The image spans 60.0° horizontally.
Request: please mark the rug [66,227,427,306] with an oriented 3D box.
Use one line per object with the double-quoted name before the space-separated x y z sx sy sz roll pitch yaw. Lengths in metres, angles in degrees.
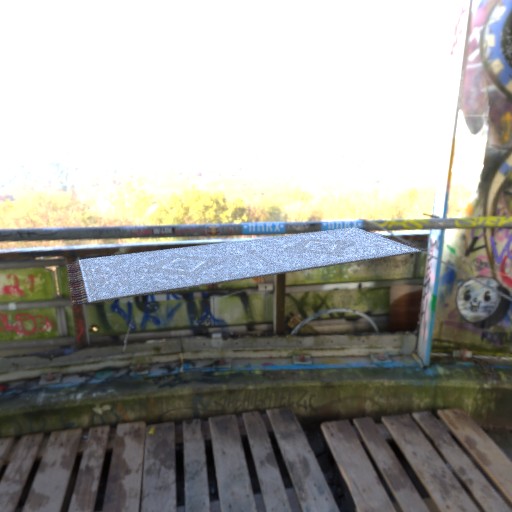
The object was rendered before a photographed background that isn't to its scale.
"rug" 0.000 0.000 2.901 2.378 0.018 1.324 -2 17 -8
